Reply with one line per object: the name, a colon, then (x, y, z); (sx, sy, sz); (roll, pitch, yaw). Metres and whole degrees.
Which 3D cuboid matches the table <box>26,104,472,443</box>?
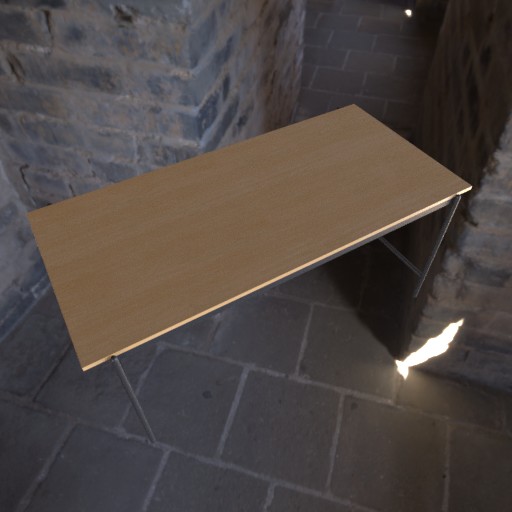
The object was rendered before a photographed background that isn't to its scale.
table: (0.000, 0.000, 2.255); (1.800, 0.758, 0.900); (-24, 52, -20)
